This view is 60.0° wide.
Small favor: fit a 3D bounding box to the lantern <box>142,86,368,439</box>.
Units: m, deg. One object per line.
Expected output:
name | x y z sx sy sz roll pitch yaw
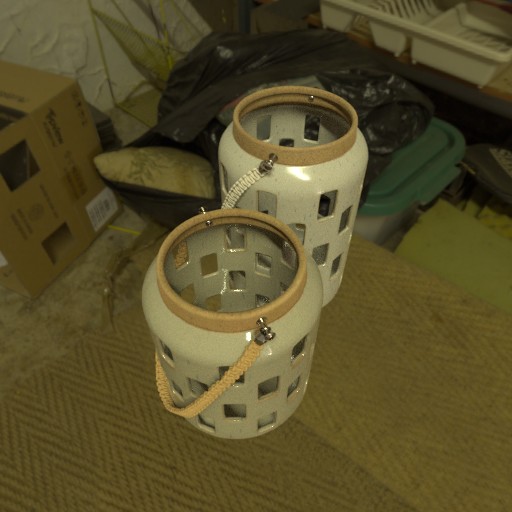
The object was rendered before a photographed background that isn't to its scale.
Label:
lantern | 0.000 0.000 0.495 0.184 0.255 0.347 16 49 15
